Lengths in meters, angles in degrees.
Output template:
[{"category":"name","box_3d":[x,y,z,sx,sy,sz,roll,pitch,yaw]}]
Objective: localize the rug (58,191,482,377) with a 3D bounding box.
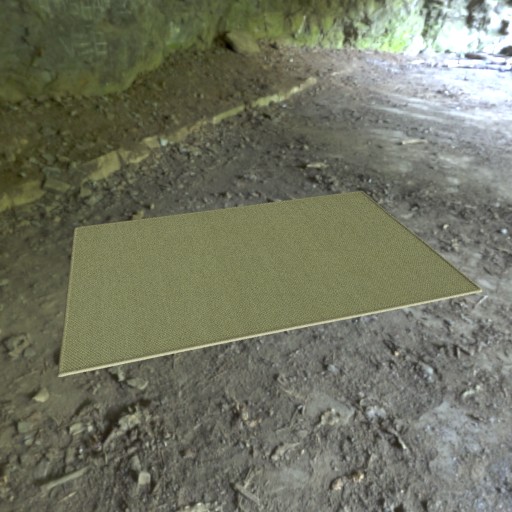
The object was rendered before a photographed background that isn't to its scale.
[{"category":"rug","box_3d":[0.000,0.000,2.091,1.676,0.013,1.067,-9,33,-14]}]
